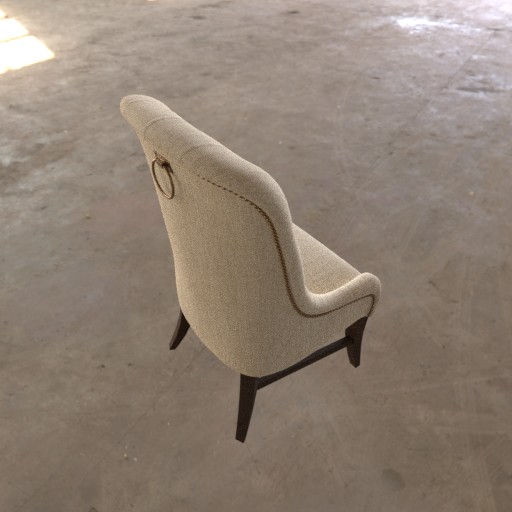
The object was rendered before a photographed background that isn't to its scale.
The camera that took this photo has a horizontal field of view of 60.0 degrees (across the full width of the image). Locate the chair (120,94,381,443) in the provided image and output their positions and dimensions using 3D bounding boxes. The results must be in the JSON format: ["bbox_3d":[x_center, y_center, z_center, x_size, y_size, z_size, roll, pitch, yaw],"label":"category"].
[{"bbox_3d":[0.000,0.000,1.471,0.629,1.091,0.634,-26,47,-27],"label":"chair"}]
